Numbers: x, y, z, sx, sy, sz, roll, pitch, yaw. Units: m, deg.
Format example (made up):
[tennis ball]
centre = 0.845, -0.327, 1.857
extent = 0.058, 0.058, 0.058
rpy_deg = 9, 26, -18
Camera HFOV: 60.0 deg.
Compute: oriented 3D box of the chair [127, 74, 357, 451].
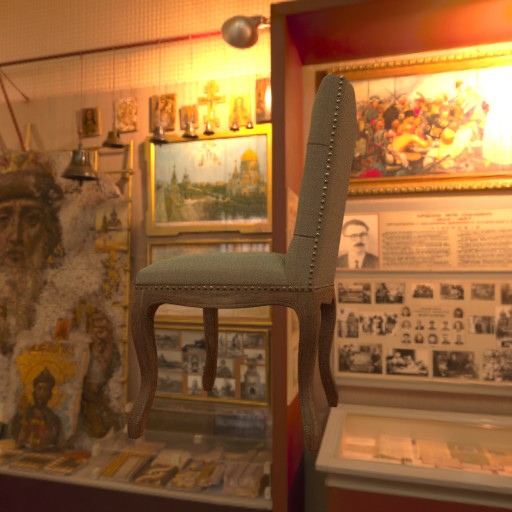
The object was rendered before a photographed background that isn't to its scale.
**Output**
[chair]
centre = 0.000, 0.000, 1.654
extent = 0.731, 1.191, 0.637
rpy_deg = -1, -2, 17
